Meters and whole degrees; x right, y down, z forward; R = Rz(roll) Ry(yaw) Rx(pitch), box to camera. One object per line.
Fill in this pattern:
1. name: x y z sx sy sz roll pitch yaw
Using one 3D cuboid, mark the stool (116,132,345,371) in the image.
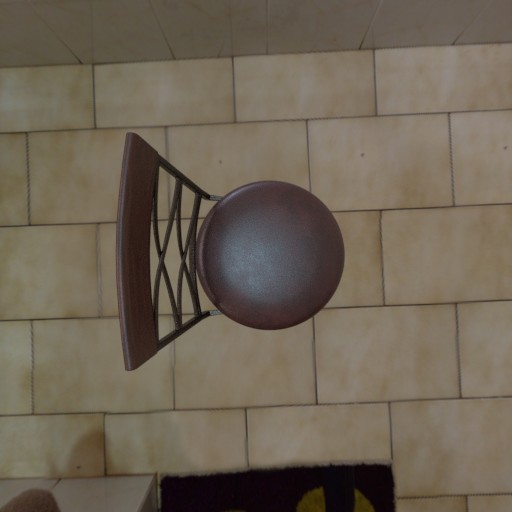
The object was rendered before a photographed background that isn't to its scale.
1. stool: 0.000 0.000 1.389 0.513 1.130 0.448 0 89 1
